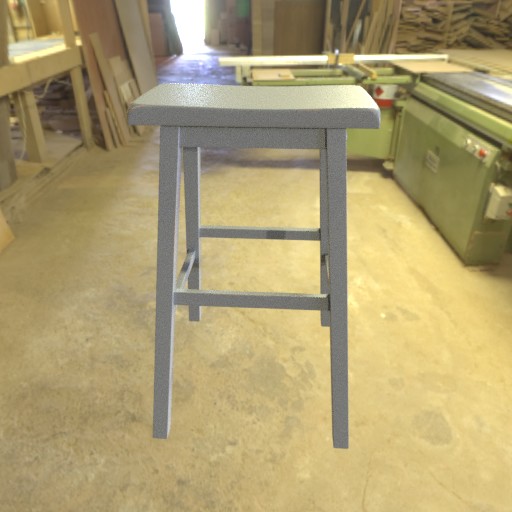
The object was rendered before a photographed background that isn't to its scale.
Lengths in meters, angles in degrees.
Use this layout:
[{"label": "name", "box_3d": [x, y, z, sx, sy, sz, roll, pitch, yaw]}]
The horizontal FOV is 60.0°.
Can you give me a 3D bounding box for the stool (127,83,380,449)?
[{"label": "stool", "box_3d": [0.000, 0.000, 1.055, 0.457, 0.737, 0.476, 2, 30, 3]}]
